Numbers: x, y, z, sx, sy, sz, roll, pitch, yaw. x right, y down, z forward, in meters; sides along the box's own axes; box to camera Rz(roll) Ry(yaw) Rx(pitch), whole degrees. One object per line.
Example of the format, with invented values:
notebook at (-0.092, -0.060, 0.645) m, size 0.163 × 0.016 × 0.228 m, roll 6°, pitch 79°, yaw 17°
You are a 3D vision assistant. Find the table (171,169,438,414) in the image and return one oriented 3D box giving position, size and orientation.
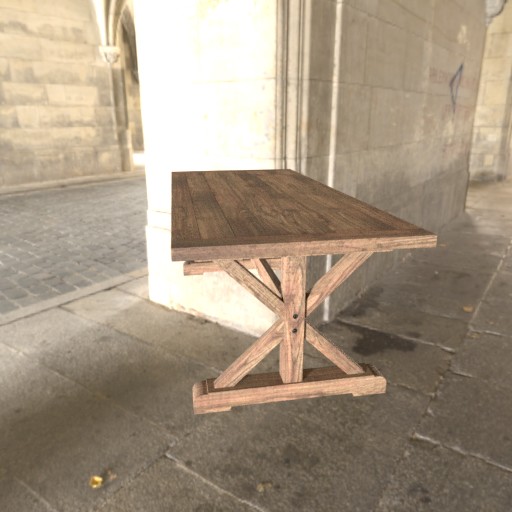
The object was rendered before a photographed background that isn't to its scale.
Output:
table at (0.000, 0.000, 2.516) m, size 0.907 × 0.733 × 2.031 m, roll -3°, pitch 18°, yaw -10°
